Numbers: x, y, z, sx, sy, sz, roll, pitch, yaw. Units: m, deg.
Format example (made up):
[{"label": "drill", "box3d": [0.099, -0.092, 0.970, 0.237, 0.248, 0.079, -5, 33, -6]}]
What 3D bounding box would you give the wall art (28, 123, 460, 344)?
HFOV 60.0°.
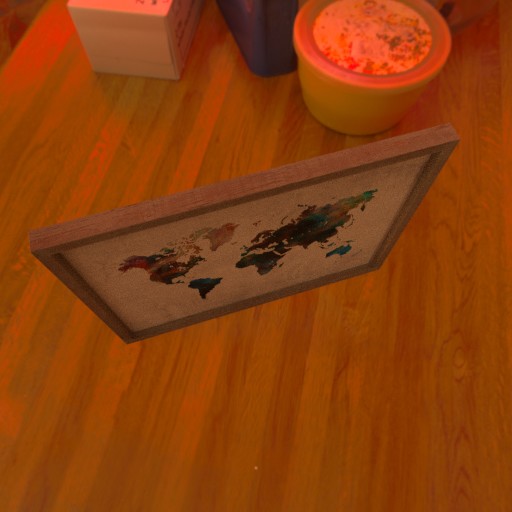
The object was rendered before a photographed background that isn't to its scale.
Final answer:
[{"label": "wall art", "box3d": [0.000, 0.000, 1.772, 1.320, 1.009, 0.070, -16, 65, -7]}]
